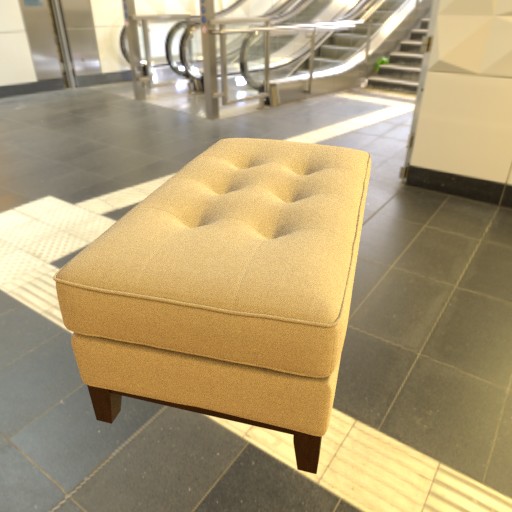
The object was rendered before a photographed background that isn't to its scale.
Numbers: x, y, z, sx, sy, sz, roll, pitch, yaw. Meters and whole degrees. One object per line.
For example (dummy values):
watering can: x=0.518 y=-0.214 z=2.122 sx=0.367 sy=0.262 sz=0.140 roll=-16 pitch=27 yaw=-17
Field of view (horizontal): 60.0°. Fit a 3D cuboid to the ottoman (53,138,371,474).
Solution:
ottoman: x=0.000 y=0.000 z=1.452 sx=0.648 sy=0.508 sz=1.143 roll=8 pitch=31 yaw=13
